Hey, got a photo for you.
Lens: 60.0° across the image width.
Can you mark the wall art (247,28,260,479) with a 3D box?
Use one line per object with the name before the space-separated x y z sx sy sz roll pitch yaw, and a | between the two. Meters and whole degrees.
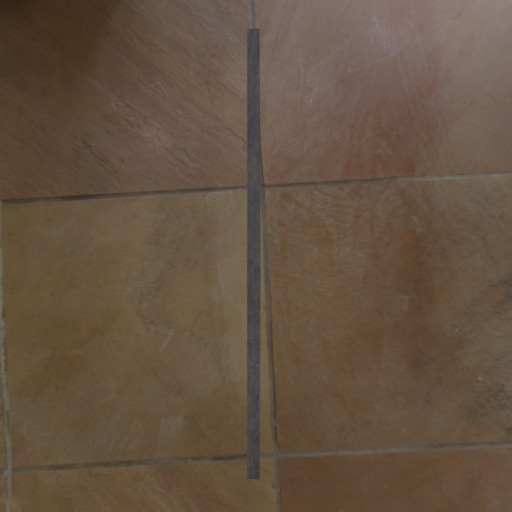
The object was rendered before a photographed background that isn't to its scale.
wall art | 0.000 0.000 0.678 0.013 0.457 0.457 0 89 1
